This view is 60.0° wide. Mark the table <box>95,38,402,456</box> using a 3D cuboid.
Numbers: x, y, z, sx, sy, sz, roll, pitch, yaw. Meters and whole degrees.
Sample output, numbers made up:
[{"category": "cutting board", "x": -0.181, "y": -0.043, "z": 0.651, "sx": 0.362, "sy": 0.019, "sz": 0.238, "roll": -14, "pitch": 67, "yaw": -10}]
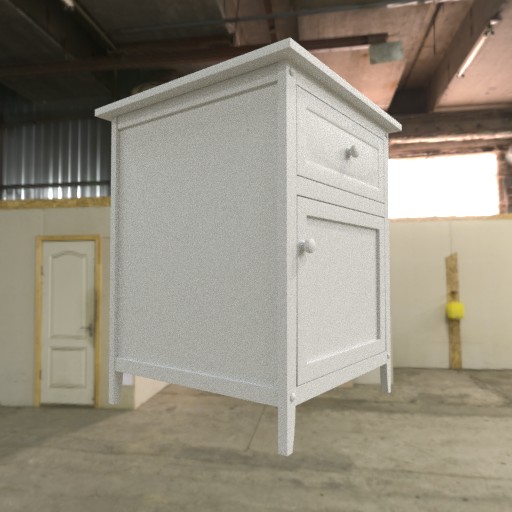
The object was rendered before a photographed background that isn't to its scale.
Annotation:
[{"category": "table", "x": 0.000, "y": 0.000, "z": 0.764, "sx": 0.381, "sy": 0.483, "sz": 0.381, "roll": -1, "pitch": -2, "yaw": 37}]
